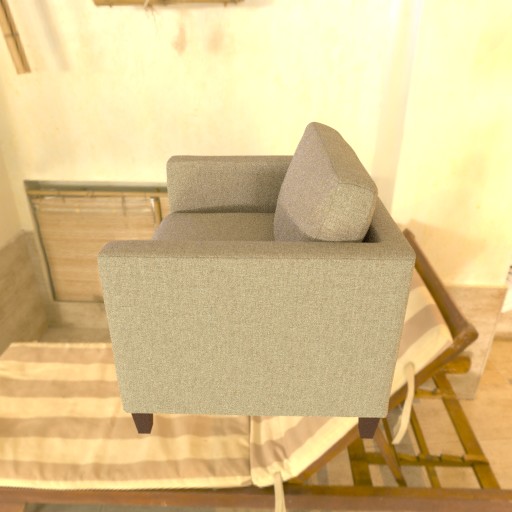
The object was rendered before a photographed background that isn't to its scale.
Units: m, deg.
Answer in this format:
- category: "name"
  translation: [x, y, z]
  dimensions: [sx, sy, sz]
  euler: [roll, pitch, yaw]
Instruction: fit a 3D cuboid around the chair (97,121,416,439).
- category: "chair"
  translation: [0.000, 0.000, 1.849]
  dimensions: [0.959, 0.961, 1.107]
  euler: [1, 27, 1]
